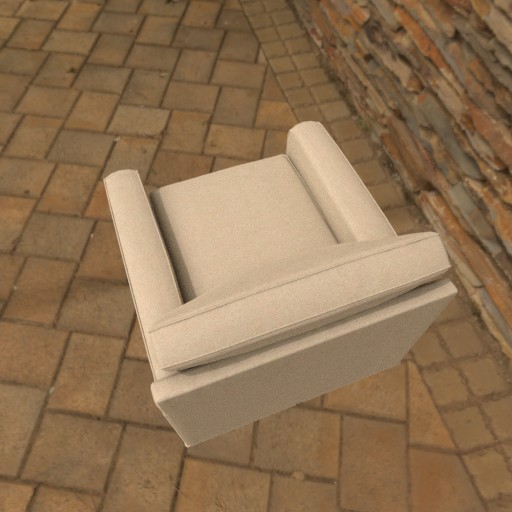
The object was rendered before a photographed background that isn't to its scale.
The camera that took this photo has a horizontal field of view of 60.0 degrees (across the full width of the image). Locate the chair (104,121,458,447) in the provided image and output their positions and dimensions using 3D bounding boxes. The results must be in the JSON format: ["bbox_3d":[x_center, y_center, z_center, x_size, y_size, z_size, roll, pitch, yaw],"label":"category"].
[{"bbox_3d":[0.000,0.000,1.804,0.998,0.913,1.043,-18,59,-11],"label":"chair"}]
